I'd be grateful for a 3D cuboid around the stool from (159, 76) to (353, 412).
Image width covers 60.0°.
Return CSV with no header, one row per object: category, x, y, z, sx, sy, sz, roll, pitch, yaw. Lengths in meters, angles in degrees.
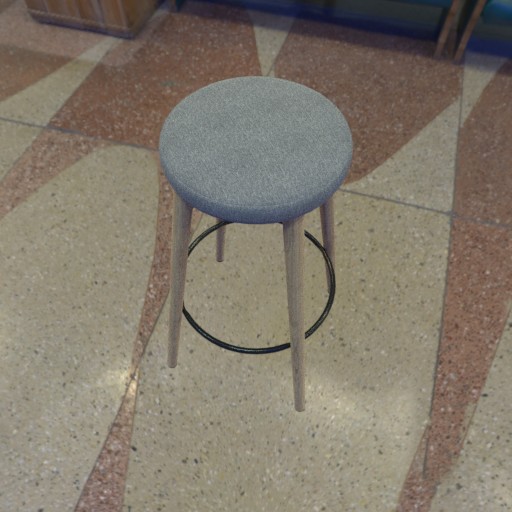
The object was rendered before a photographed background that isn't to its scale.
stool,0.000,0.000,1.027,0.410,0.770,0.410,16,58,10
